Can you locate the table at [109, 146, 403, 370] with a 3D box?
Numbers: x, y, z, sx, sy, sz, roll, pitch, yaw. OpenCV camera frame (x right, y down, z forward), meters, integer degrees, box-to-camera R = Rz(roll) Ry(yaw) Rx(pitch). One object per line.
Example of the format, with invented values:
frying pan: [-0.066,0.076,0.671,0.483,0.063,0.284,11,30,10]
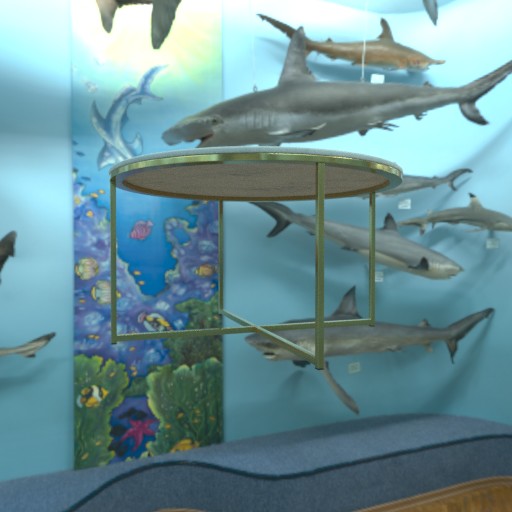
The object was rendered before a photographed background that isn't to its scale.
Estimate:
table: [0.000,0.000,1.272,0.800,0.450,0.800,0,1,0]
